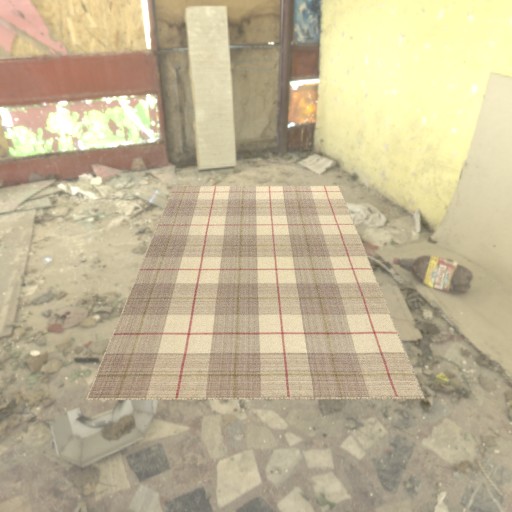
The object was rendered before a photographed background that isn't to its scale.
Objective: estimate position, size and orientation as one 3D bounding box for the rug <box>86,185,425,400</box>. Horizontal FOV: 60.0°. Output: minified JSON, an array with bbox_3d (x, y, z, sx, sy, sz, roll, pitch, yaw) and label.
[{"bbox_3d":[0.000,0.000,3.051,1.549,0.010,2.464,0,32,0],"label":"rug"}]
